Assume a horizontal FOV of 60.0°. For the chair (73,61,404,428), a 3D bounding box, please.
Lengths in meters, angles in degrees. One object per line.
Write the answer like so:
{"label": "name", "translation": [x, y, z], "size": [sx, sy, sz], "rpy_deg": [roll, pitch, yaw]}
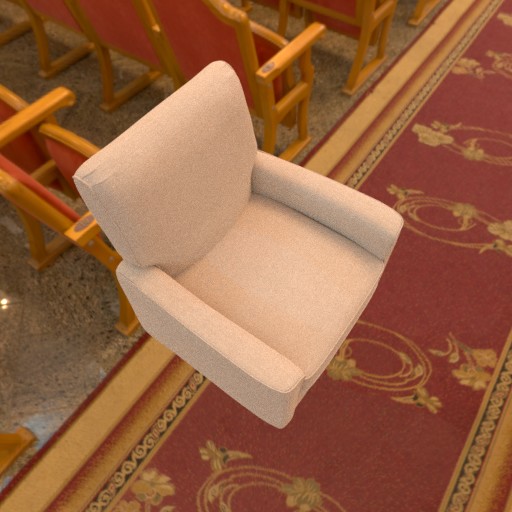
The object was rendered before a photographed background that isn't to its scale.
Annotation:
{"label": "chair", "translation": [0.000, 0.000, 1.679], "size": [0.858, 1.023, 0.841], "rpy_deg": [31, 63, 18]}
